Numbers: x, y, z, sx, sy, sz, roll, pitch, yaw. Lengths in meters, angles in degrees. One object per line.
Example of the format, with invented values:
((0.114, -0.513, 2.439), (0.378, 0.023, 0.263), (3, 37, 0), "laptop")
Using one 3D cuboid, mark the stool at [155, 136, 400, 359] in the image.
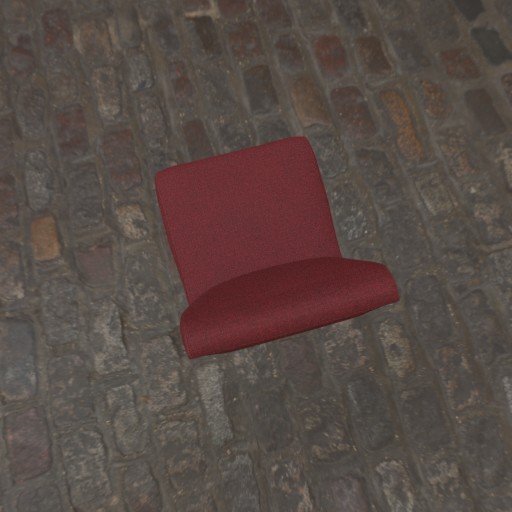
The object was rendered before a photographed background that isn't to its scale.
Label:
((0.000, 0.000, 1.343), (0.468, 1.038, 0.562), (-15, 76, -4), "stool")
